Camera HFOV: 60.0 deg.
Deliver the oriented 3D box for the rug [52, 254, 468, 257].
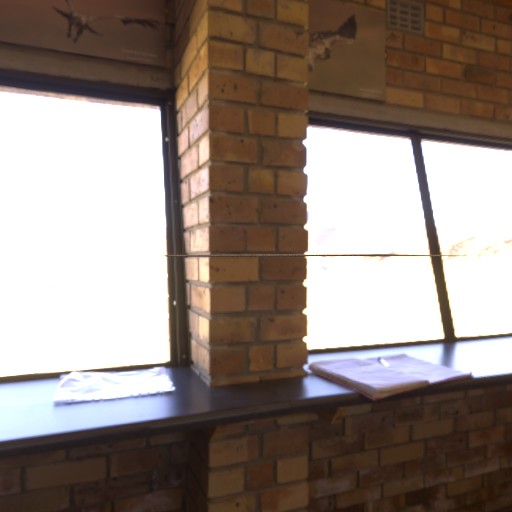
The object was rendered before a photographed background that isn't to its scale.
[{"bbox_3d":[0.000,0.000,3.734,2.895,0.006,1.981,0,0,37],"label":"rug"}]
